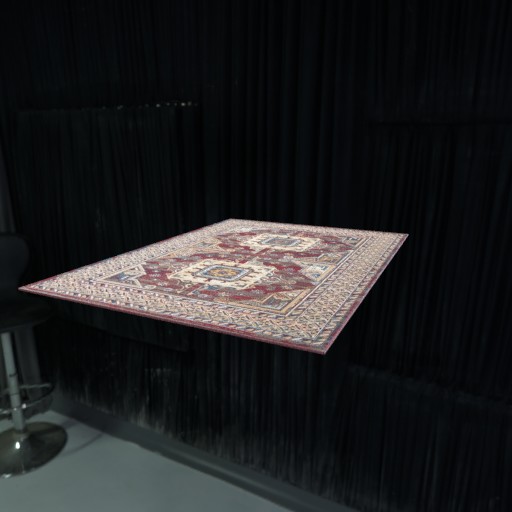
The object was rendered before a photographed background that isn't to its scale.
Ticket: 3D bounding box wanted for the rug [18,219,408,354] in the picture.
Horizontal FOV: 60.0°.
[{"bbox_3d":[0.000,0.000,2.864,1.599,0.011,2.210,7,16,25],"label":"rug"}]
